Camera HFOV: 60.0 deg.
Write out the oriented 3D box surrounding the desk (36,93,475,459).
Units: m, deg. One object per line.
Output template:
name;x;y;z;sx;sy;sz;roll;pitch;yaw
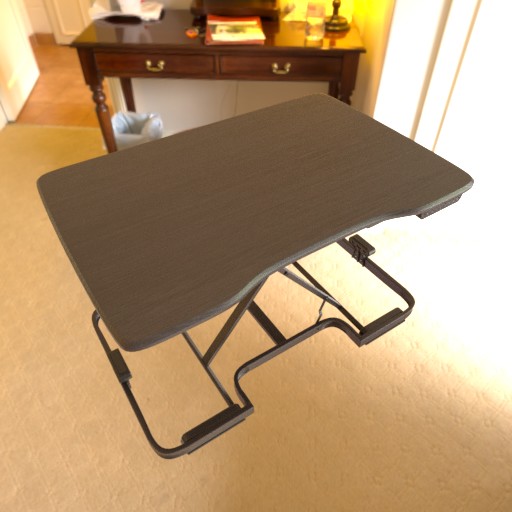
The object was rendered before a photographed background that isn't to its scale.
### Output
desk;0.000;0.000;1.115;0.820;0.470;0.546;-24;49;-23
